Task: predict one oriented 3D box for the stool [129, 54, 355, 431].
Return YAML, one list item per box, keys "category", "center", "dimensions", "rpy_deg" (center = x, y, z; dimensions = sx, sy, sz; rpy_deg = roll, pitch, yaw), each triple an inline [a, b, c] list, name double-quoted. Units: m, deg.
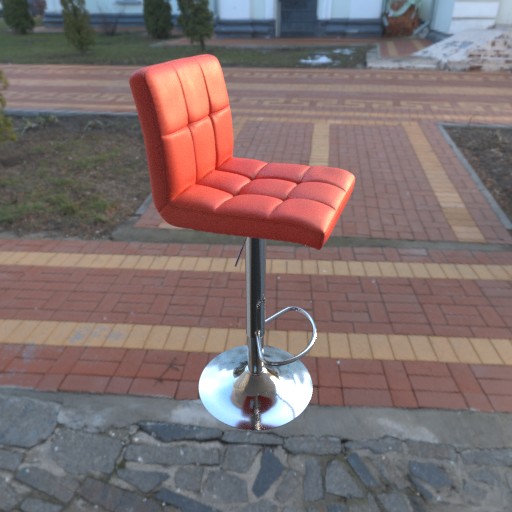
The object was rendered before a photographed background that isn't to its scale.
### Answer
- category: "stool"
  center: [0.000, 0.000, 1.388]
  dimensions: [0.505, 1.115, 0.430]
  rpy_deg: [11, 32, 18]
